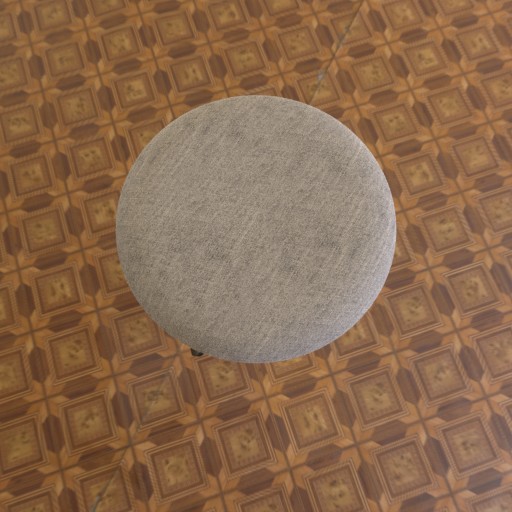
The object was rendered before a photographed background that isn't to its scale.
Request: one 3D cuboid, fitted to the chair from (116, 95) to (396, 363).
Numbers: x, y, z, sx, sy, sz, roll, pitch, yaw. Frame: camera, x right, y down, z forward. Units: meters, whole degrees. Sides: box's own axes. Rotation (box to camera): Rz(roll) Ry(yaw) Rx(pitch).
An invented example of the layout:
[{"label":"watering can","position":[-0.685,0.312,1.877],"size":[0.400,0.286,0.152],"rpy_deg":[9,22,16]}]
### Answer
[{"label":"chair","position":[0.000,0.000,0.645],"size":[0.350,0.386,0.350],"rpy_deg":[38,79,9]}]
